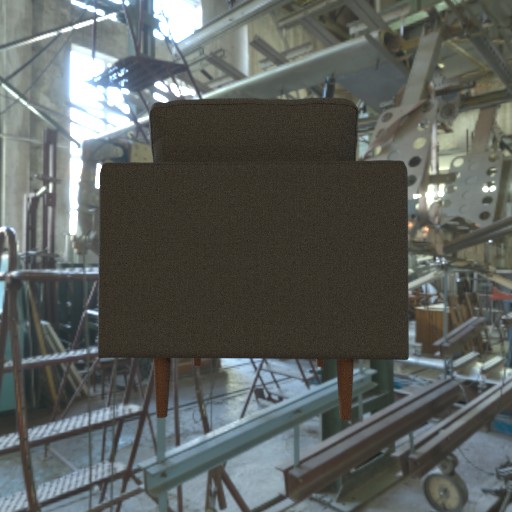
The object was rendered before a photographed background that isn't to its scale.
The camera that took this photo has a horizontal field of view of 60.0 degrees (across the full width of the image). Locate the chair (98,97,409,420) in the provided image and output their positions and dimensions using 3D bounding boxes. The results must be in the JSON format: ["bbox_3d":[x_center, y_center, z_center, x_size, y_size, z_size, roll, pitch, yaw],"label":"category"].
[{"bbox_3d":[0.000,0.000,1.581,0.854,0.927,0.800,0,-1,2],"label":"chair"}]
